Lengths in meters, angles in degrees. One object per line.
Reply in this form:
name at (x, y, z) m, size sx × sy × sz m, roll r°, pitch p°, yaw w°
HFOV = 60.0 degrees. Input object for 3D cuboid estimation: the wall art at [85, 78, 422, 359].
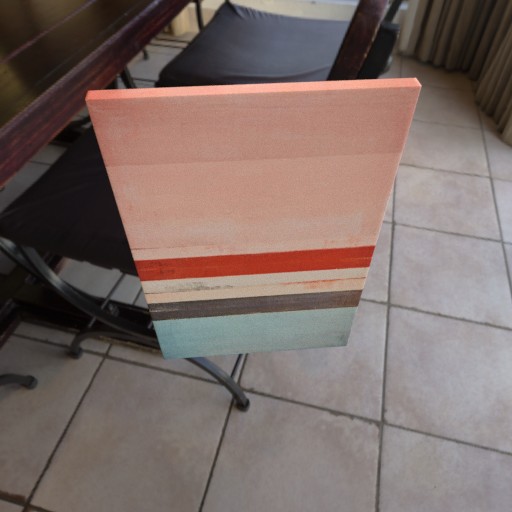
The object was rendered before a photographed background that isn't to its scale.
wall art at (0.000, 0.000, 1.150) m, size 0.610 × 0.914 × 0.038 m, roll -4°, pitch 48°, yaw -3°
